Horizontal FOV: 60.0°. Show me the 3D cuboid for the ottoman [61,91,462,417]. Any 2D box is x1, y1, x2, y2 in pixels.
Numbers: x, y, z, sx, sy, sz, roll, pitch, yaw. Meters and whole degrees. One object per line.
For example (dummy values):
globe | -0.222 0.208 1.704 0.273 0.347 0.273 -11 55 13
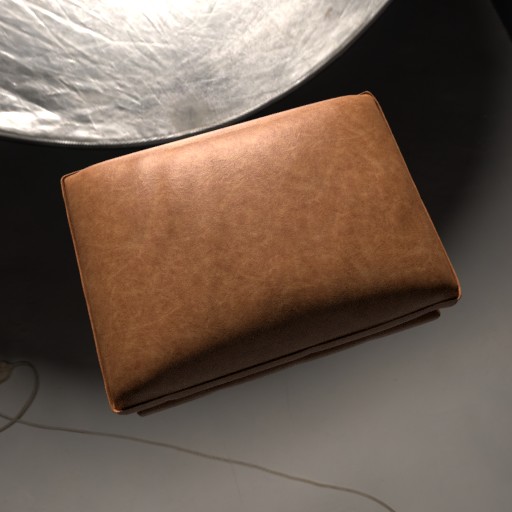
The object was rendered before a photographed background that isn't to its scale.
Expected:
ottoman | 0.000 0.000 1.042 0.710 0.480 0.533 -17 75 -5
